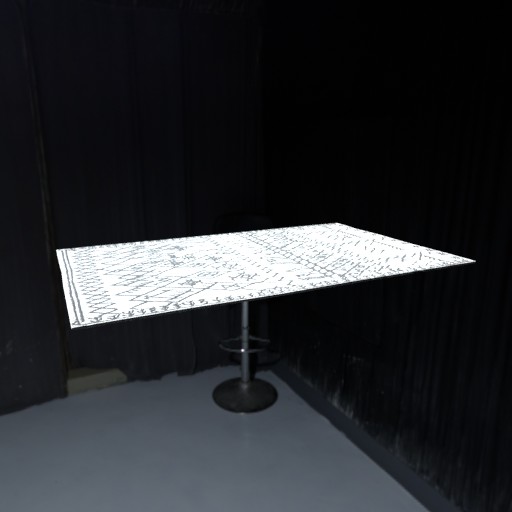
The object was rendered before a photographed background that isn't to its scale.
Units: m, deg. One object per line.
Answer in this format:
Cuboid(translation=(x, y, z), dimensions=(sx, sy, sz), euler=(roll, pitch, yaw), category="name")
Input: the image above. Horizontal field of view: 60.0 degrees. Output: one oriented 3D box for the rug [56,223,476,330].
Cuboid(translation=(0.000, 0.000, 3.030), dimensions=(2.444, 0.012, 1.530), euler=(-7, 16, -25), category="rug")
